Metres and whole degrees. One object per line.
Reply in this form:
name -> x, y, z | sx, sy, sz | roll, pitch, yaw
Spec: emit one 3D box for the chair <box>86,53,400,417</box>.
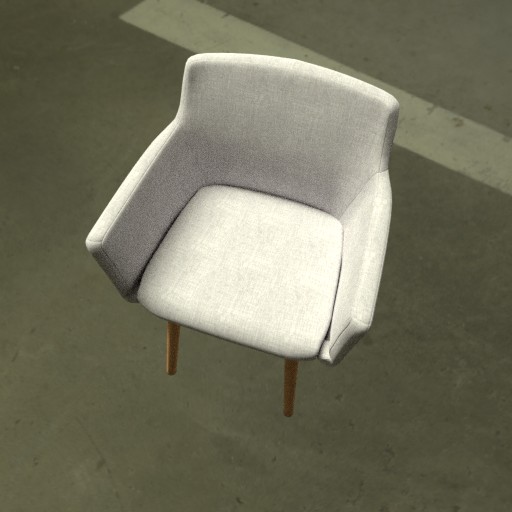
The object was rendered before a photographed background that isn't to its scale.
chair -> 0.000, 0.000, 1.131 | 0.570, 0.780, 0.540 | 16, 60, 10
